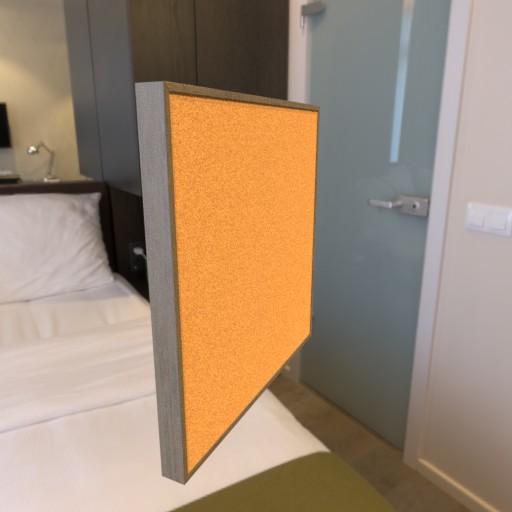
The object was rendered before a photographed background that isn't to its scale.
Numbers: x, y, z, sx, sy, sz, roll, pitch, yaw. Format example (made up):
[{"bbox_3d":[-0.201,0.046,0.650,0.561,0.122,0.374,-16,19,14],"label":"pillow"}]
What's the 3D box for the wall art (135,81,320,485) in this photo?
[{"bbox_3d":[0.000,0.000,0.753,0.037,0.507,0.507,8,17,25],"label":"wall art"}]
